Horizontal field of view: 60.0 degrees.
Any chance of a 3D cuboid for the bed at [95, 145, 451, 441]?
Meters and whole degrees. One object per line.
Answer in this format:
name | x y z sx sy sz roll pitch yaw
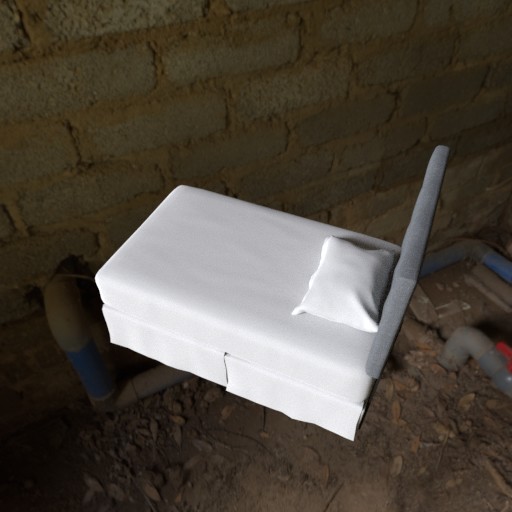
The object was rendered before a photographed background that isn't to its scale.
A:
bed | 0.000 0.000 3.030 1.997 1.571 1.261 18 48 16
